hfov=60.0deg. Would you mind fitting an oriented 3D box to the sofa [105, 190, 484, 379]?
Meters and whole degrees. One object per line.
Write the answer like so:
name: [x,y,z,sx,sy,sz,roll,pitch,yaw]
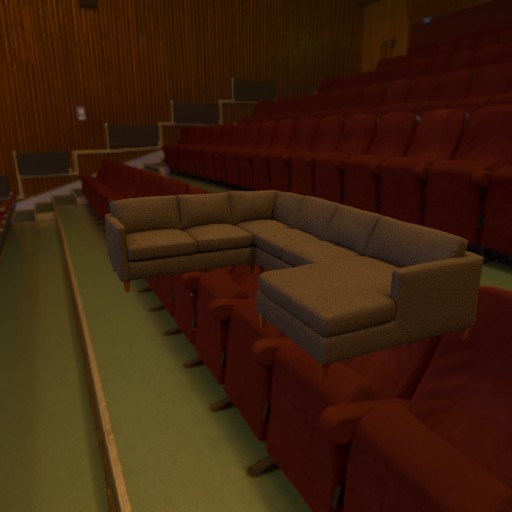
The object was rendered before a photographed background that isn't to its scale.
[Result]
sofa: [0.000,0.000,4.665,2.594,0.961,3.460,-8,18,-25]
